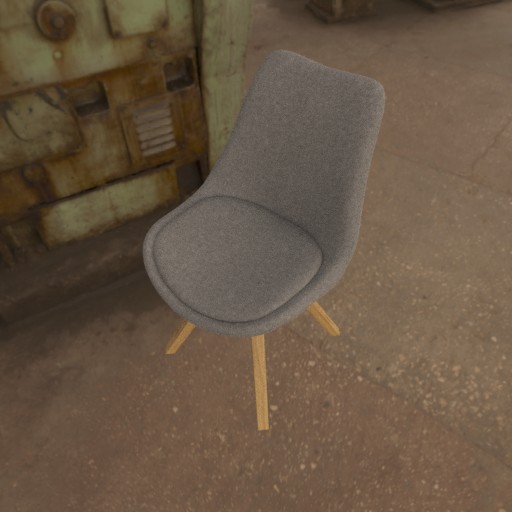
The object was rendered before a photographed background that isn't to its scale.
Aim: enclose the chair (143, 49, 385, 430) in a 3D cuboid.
[{"bbox_3d":[0.000,0.000,1.195,0.483,0.865,0.550,31,55,25],"label":"chair"}]
